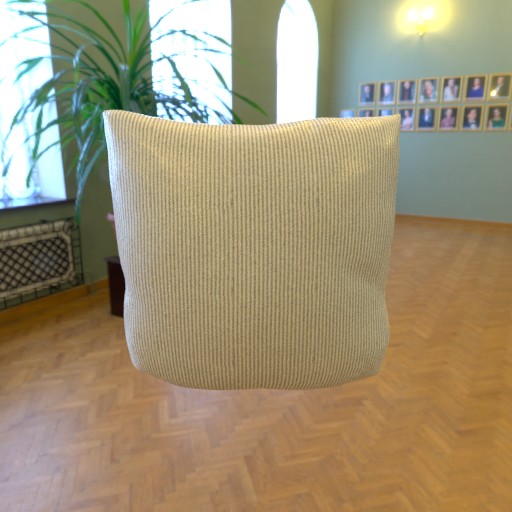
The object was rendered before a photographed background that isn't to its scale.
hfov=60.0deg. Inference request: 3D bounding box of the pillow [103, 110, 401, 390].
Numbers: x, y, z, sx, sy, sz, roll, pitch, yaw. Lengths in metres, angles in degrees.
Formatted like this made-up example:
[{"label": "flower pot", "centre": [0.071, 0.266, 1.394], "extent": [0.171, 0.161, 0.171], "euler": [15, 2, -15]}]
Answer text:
[{"label": "pillow", "centre": [0.000, 0.000, 0.689], "extent": [0.387, 0.432, 0.310], "euler": [8, 17, 29]}]
